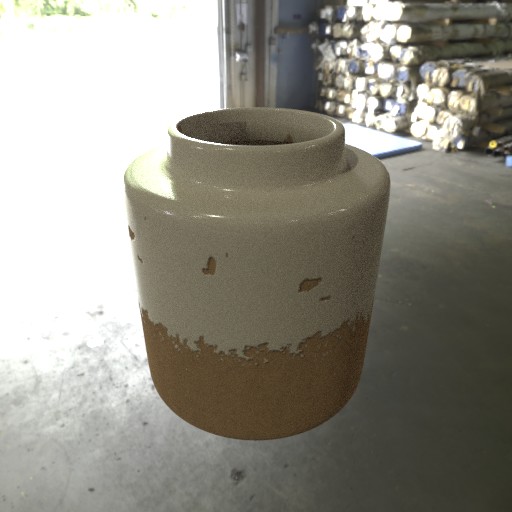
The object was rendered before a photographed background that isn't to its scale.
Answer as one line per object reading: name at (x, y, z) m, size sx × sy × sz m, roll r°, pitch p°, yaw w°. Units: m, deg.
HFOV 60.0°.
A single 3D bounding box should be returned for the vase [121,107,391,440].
vase at (0.000, 0.000, 0.285) m, size 0.153 × 0.167 × 0.153 m, roll 0°, pitch 29°, yaw 0°
